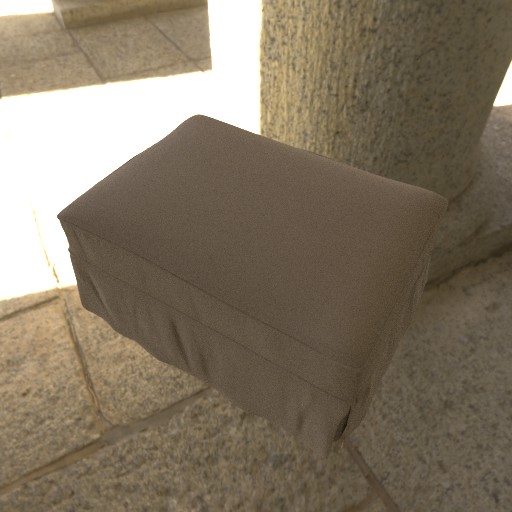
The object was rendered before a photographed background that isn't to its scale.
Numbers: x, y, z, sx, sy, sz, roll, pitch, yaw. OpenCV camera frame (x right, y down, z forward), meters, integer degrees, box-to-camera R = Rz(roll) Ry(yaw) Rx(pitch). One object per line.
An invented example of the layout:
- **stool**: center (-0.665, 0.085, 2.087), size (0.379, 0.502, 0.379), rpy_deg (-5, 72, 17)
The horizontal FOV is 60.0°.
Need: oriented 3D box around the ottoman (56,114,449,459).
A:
- **ottoman**: center (0.000, 0.000, 1.352), size (0.959, 0.482, 0.721), rpy_deg (24, 51, 21)
